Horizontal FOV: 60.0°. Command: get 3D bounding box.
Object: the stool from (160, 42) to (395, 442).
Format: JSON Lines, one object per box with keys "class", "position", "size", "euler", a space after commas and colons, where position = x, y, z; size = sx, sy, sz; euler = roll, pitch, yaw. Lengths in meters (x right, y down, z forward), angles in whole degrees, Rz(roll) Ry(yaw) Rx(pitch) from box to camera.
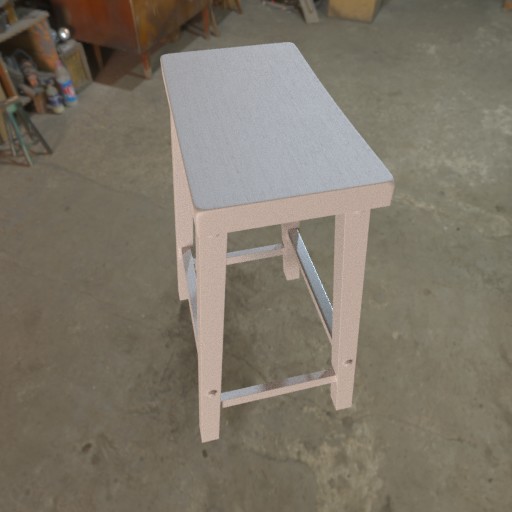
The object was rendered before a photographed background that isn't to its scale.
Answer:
{"class": "stool", "position": [0.000, 0.000, 0.836], "size": [0.322, 0.610, 0.406], "euler": [-10, 48, -9]}
